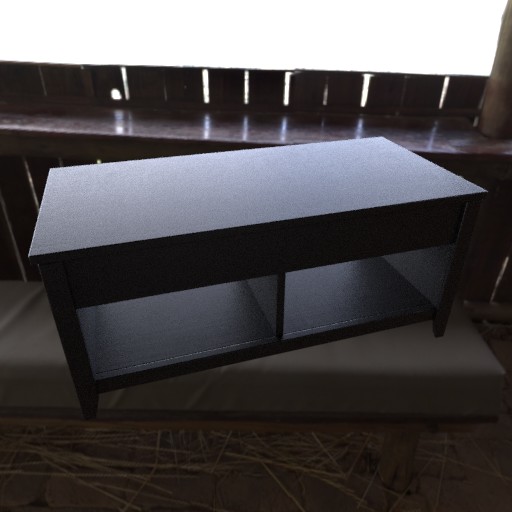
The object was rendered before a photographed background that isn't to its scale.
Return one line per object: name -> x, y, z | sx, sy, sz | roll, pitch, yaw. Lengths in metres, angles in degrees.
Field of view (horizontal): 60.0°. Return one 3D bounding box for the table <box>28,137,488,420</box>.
table -> 0.000, 0.000, 1.248 | 1.016, 0.457, 0.483 | -9, 32, -15
